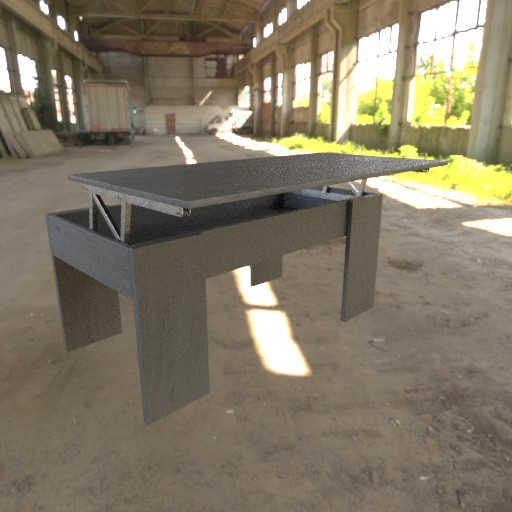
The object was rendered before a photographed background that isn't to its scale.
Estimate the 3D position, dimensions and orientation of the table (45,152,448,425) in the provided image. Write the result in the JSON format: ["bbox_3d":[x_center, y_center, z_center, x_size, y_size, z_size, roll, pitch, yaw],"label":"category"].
[{"bbox_3d":[0.000,0.000,1.394,1.000,0.570,0.711,-16,24,-41],"label":"table"}]
